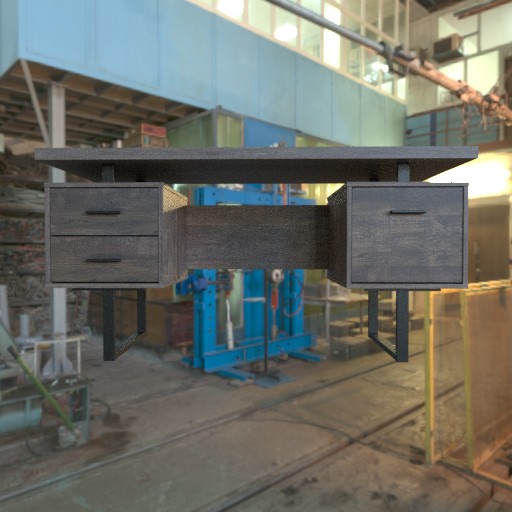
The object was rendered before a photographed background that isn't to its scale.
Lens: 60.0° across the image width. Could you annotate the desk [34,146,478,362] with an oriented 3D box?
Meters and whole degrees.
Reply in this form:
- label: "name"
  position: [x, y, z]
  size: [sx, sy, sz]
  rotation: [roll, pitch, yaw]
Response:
- label: "desk"
  position: [0.000, 0.000, 1.828]
  size: [1.524, 0.760, 0.600]
  rotation: [0, 1, 1]
